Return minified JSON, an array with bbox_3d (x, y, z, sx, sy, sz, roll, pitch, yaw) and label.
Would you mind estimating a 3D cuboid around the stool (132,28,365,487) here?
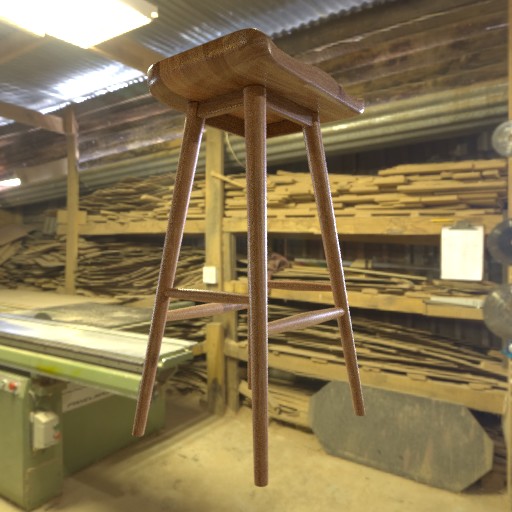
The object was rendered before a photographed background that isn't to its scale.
[{"bbox_3d":[0.000,0.000,0.916,0.322,0.698,0.407,1,1,37],"label":"stool"}]
